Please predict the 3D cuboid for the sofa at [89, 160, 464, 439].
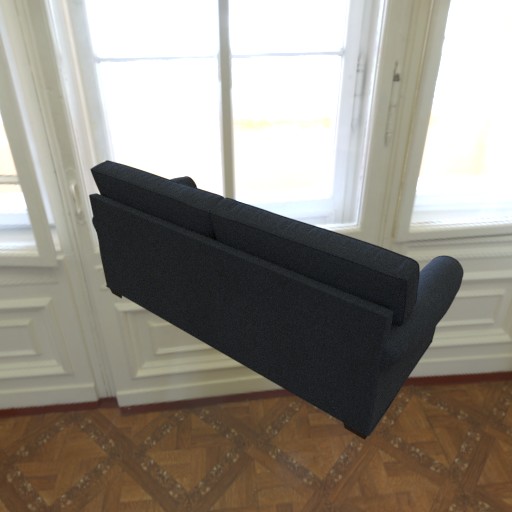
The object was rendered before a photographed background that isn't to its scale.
[{"bbox_3d":[0.000,0.000,2.914,2.391,1.026,0.954,22,37,32],"label":"sofa"}]
